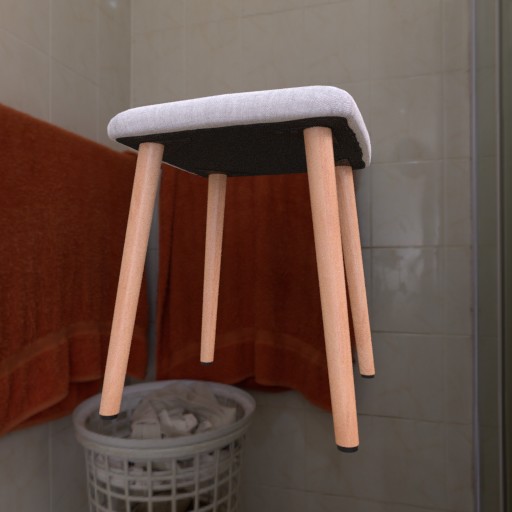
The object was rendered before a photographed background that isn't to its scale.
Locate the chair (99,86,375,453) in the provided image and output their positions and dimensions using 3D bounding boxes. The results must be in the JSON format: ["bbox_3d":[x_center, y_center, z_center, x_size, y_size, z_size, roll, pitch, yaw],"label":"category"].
[{"bbox_3d":[0.000,0.000,0.705,0.350,0.440,0.350,0,0,18],"label":"chair"}]
